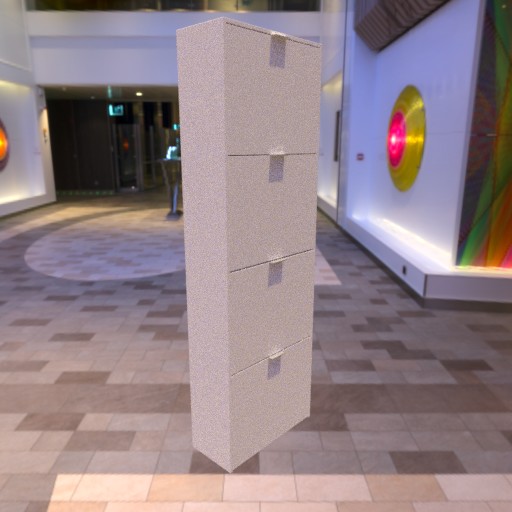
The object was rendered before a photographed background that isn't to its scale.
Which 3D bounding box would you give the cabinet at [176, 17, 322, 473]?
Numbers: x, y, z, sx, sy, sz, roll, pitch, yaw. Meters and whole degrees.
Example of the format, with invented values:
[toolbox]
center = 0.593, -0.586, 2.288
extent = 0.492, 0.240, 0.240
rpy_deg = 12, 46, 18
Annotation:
[cabinet]
center = 0.000, 0.000, 1.799
extent = 0.255, 1.630, 0.520
rpy_deg = 13, 19, 42
